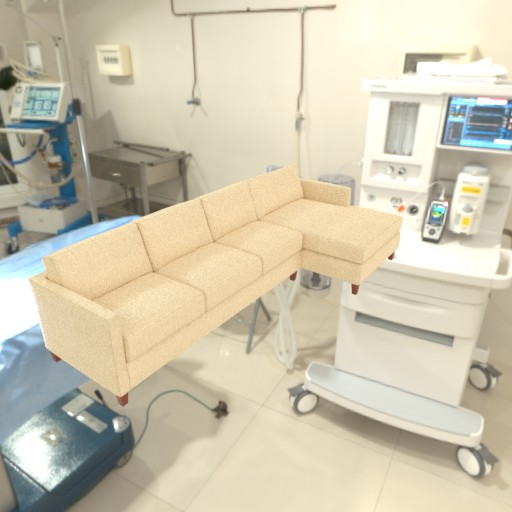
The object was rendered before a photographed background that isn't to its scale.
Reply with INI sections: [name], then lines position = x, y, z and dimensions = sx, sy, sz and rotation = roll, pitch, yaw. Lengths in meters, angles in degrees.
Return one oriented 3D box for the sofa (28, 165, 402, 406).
[sofa]
position = 0.000, 0.000, 4.134
dimensions = 1.603, 0.954, 3.471
rotation = 17, 30, 32
